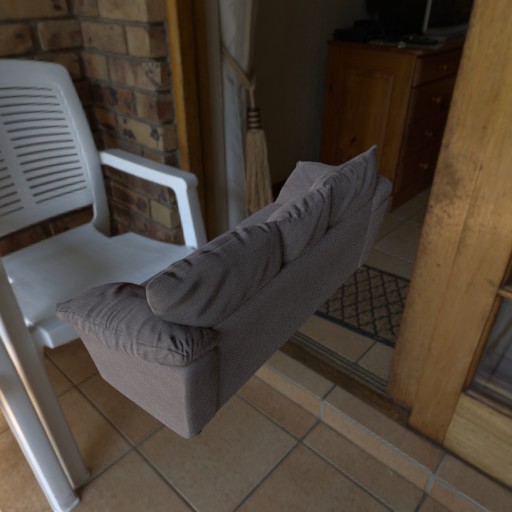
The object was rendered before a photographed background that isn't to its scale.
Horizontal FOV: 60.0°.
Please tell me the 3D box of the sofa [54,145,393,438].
[{"bbox_3d":[0.000,0.000,2.886,0.927,1.043,2.390,22,38,30],"label":"sofa"}]
